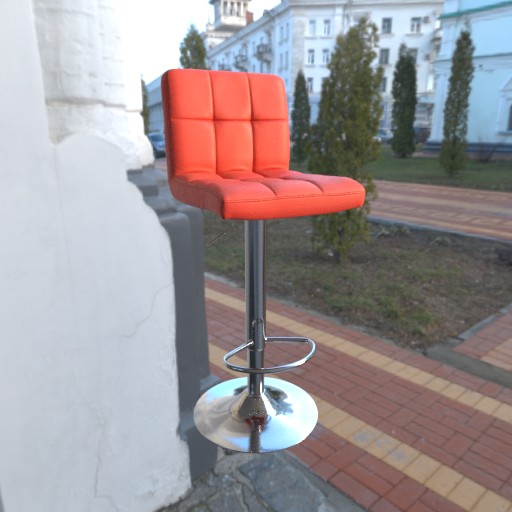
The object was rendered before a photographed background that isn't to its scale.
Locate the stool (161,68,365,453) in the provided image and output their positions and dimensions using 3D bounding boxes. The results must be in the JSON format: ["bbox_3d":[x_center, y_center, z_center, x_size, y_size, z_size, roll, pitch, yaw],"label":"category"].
[{"bbox_3d":[0.000,0.000,1.374,0.430,1.115,0.505,-8,17,-25],"label":"stool"}]
